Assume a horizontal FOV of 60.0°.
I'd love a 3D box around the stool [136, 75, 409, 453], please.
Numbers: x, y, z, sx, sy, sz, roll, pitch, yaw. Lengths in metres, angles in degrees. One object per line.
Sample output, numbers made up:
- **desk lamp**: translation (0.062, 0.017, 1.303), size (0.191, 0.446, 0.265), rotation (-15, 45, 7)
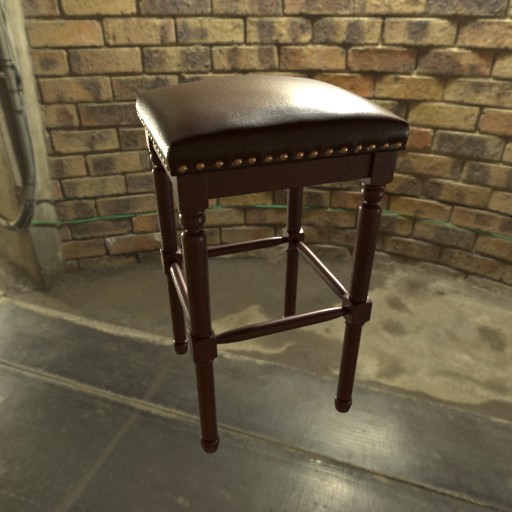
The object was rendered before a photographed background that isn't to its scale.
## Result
- **stool**: translation (0.000, 0.000, 0.936), size (0.382, 0.702, 0.383), rotation (-10, 32, -17)
